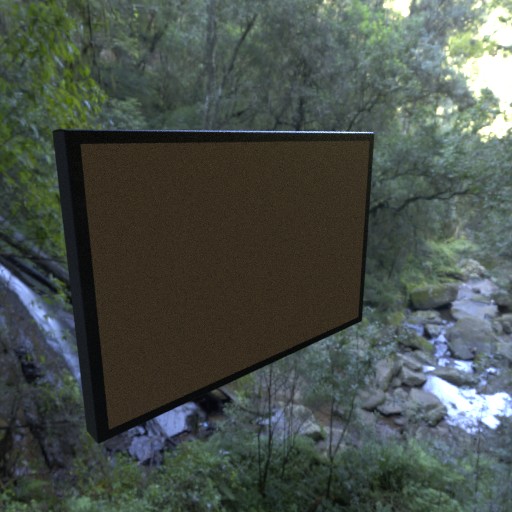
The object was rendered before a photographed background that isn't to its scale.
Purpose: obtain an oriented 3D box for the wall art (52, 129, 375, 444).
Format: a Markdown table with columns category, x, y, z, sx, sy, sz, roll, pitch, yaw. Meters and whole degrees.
| category | x | y | z | sx | sy | sz | roll | pitch | yaw |
| --- | --- | --- | --- | --- | --- | --- | --- | --- | --- |
| wall art | 0.000 | 0.000 | 0.754 | 0.610 | 0.409 | 0.038 | -13 | 20 | -41 |
